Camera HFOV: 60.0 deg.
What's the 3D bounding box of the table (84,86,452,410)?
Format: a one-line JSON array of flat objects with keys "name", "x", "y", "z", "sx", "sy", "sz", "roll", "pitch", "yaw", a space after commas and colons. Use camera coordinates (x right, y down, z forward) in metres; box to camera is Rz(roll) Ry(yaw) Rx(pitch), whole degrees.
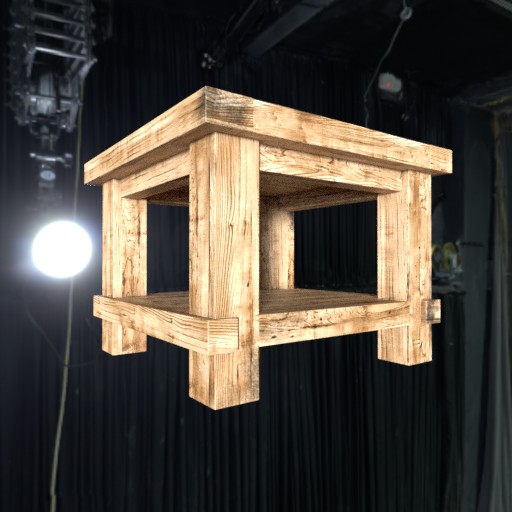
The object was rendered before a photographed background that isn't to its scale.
[{"name": "table", "x": 0.000, "y": 0.000, "z": 1.028, "sx": 0.610, "sy": 0.457, "sz": 0.610, "roll": 0, "pitch": -1, "yaw": -36}]
